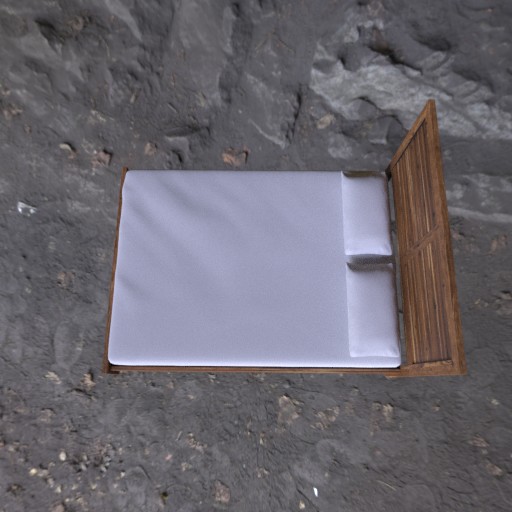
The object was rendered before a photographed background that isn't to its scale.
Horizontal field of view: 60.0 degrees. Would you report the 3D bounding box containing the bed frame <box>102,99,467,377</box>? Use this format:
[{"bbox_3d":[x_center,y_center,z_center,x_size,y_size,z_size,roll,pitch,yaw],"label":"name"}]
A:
[{"bbox_3d":[0.000,0.000,3.280,2.276,1.417,1.696,0,74,0],"label":"bed frame"}]
